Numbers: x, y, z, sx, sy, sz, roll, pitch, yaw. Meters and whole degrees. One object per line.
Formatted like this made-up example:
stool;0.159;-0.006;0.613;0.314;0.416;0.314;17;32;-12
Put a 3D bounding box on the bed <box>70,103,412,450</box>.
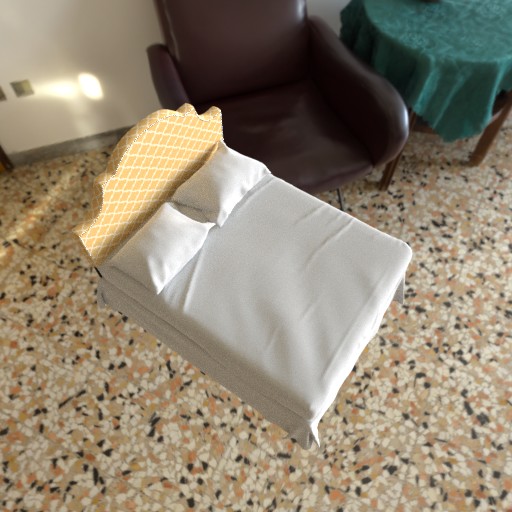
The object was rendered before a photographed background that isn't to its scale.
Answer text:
bed;0.000;0.000;3.402;2.222;1.633;1.780;31;63;18
